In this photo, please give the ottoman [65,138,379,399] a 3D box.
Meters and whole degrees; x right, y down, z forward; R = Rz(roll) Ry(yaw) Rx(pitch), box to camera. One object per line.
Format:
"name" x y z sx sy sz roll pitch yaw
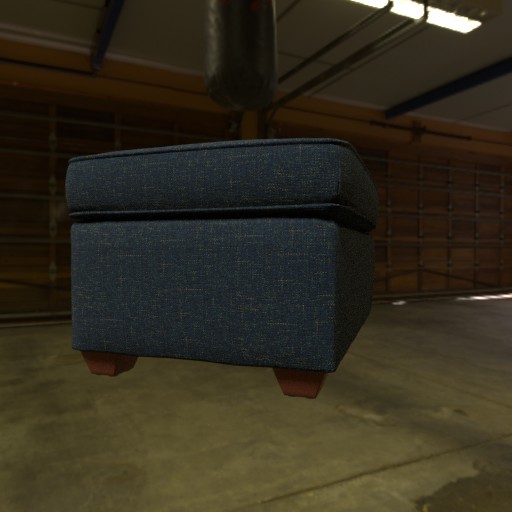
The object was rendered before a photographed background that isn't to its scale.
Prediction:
"ottoman" 0.000 0.000 1.088 0.549 0.450 0.749 0 1 19
